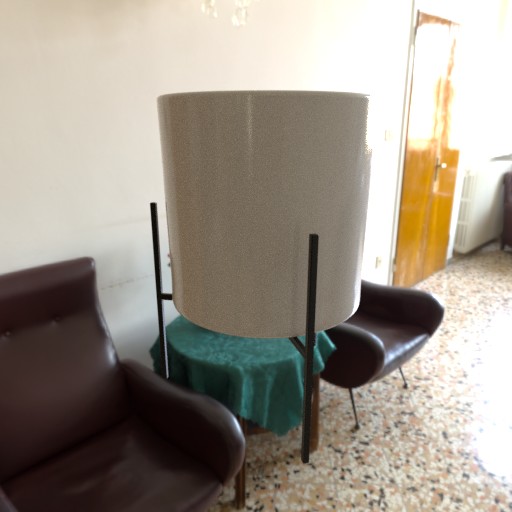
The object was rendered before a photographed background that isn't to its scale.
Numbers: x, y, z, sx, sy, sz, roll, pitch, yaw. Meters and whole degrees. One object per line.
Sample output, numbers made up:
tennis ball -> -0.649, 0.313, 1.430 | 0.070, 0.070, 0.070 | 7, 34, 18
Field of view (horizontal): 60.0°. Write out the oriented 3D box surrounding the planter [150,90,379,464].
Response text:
planter -> 0.000, 0.000, 0.636 | 0.308, 0.431, 0.307 | 3, 17, 9
